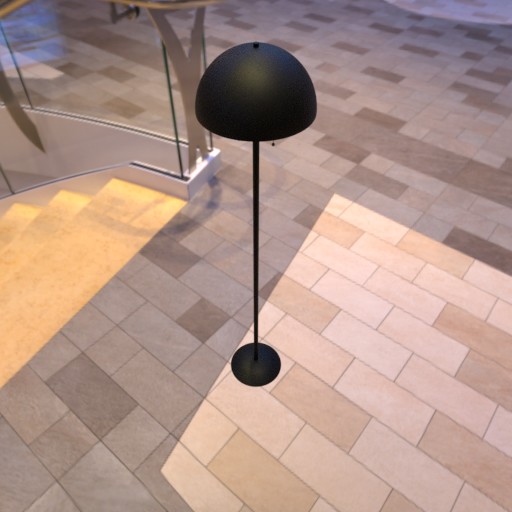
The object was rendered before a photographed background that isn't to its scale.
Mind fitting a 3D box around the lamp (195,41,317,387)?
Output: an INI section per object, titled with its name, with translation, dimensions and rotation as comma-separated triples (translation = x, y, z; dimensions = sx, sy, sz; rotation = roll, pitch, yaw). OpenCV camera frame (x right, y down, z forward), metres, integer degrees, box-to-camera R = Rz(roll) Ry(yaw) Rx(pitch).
[lamp]
translation = 0.000, 0.000, 1.605
dimensions = 0.328, 1.480, 0.328
rotation = -5, 46, -5
